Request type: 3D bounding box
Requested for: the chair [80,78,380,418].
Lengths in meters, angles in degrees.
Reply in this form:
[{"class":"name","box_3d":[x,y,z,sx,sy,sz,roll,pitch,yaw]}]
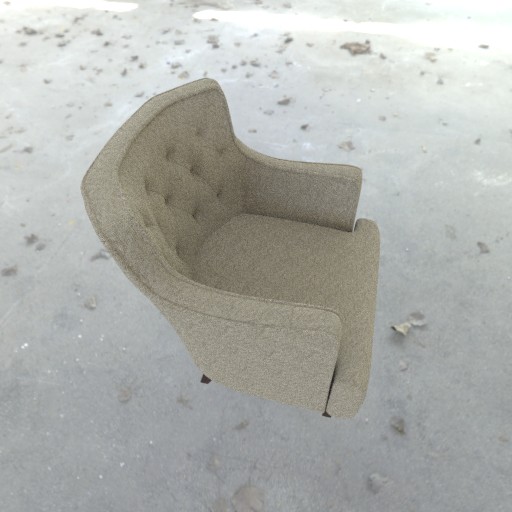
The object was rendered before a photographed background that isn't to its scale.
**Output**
[{"class":"chair","box_3d":[0.000,0.000,1.630,0.910,0.920,0.820,10,49,9]}]
